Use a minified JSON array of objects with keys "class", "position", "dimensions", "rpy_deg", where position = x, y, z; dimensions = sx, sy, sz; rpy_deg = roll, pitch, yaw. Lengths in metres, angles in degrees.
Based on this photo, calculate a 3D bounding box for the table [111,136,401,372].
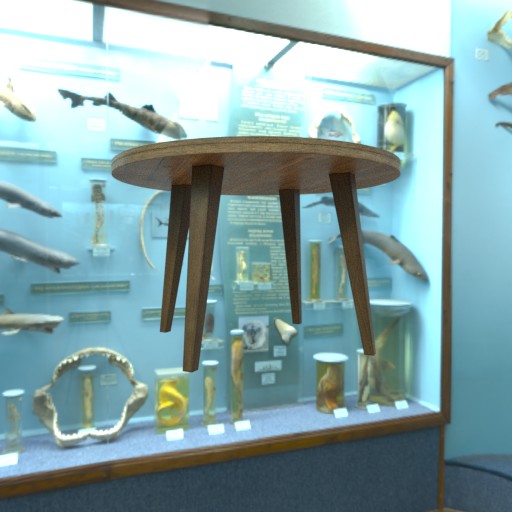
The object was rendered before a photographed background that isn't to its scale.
[{"class":"table","position":[0.000,0.000,1.965],"dimensions":[1.213,0.764,1.213],"rpy_deg":[0,2,0]}]
